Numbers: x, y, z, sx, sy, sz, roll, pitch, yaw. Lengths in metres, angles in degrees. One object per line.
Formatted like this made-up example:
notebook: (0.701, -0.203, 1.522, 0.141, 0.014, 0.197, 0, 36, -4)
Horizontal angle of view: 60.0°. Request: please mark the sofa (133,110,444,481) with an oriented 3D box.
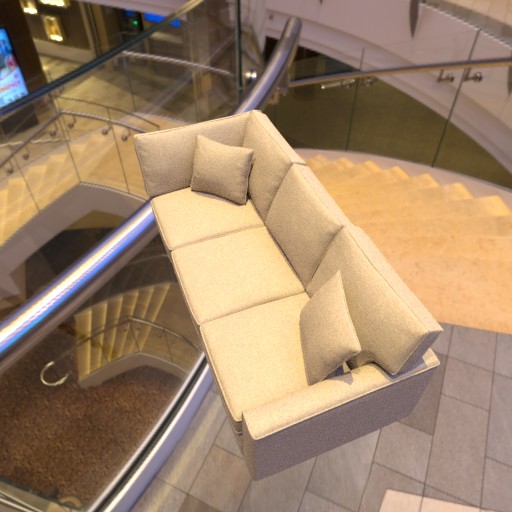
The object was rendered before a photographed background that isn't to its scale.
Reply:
sofa: (0.000, 0.000, 2.887, 1.061, 0.962, 2.317, -16, 48, -15)
